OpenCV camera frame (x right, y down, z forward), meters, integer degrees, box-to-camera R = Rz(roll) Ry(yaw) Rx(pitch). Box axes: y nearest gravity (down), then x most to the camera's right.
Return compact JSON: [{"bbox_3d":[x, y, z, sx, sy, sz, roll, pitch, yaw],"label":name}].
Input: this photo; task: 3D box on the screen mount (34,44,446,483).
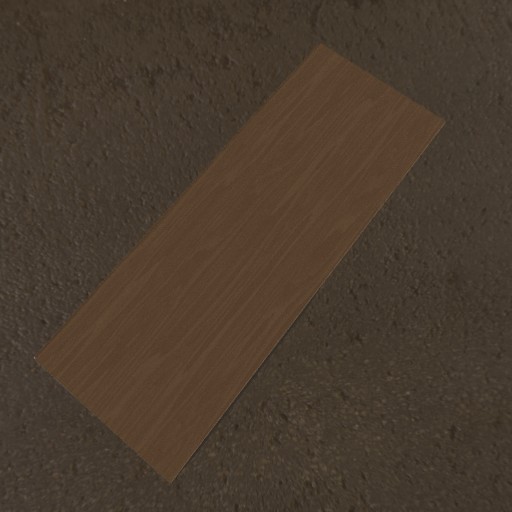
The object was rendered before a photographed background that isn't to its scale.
[{"bbox_3d":[0.000,0.000,1.273,0.406,0.432,1.084,37,77,10],"label":"screen mount"}]
